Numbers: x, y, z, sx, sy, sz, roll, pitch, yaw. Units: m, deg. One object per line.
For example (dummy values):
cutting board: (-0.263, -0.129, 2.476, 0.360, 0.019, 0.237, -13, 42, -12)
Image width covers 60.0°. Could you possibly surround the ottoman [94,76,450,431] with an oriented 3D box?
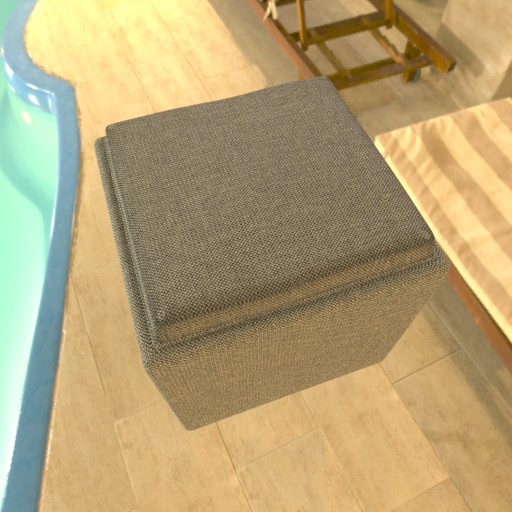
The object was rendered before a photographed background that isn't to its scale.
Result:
ottoman: (0.000, 0.000, 0.850, 0.454, 0.487, 0.436, -17, 60, -10)
